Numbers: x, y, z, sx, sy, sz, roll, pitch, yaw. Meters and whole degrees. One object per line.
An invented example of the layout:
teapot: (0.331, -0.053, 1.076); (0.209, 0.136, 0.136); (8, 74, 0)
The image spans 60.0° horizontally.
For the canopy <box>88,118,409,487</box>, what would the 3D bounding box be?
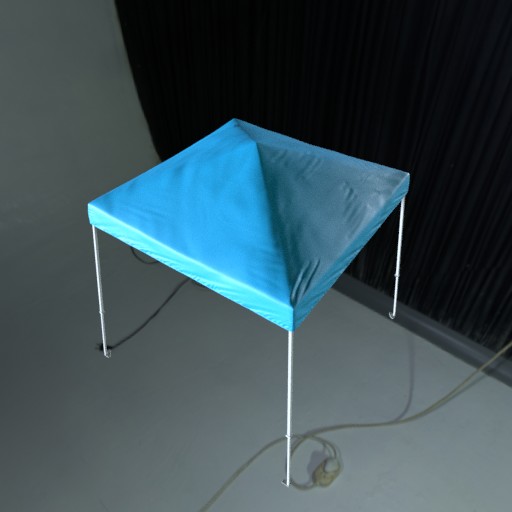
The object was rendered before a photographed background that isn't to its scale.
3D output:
canopy: (0.000, 0.000, 5.098); (2.848, 2.849, 2.849); (25, 48, 26)
